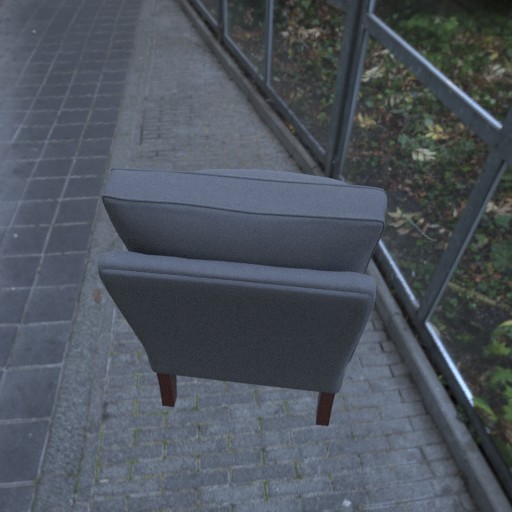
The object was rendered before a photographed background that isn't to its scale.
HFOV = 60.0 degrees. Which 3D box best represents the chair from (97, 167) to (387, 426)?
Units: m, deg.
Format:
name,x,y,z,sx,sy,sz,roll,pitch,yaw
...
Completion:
name,x,y,z,sx,sy,sz,roll,pitch,yaw
chair,0.000,0.000,1.642,0.724,1.045,0.924,5,46,5
